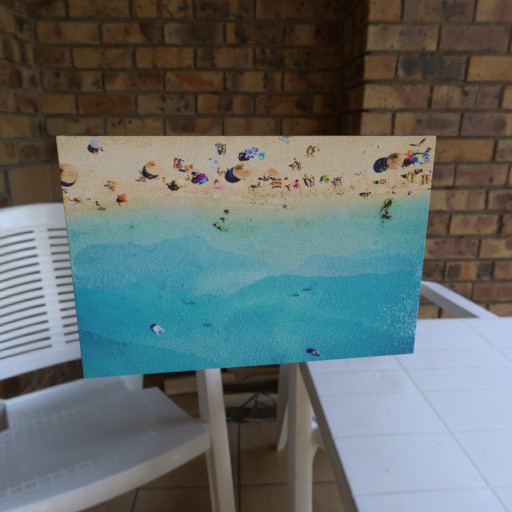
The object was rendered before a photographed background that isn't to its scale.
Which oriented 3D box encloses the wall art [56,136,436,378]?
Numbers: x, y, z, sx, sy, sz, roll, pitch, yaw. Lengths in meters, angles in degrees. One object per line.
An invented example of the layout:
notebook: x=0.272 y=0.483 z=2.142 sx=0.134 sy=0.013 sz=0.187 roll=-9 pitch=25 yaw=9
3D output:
wall art: x=0.000 y=0.000 z=1.138 sx=0.894 sy=0.595 sz=0.057 roll=-2 pitch=16 yaw=-8
